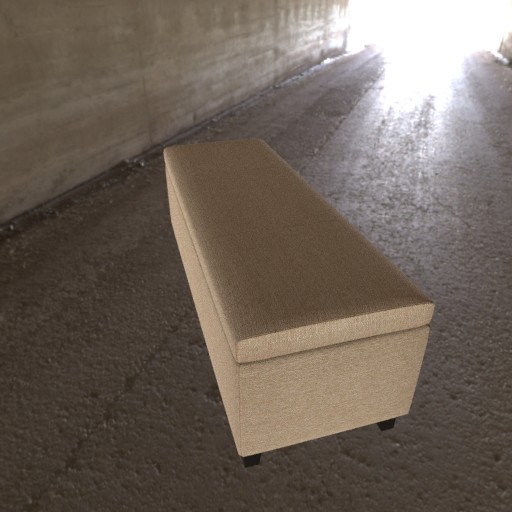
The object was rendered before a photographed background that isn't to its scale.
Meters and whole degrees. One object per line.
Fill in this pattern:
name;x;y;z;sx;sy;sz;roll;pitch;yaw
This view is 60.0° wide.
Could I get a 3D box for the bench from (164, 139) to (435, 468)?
bench;0.000;0.000;1.490;0.446;0.438;1.269;-9;32;-14
